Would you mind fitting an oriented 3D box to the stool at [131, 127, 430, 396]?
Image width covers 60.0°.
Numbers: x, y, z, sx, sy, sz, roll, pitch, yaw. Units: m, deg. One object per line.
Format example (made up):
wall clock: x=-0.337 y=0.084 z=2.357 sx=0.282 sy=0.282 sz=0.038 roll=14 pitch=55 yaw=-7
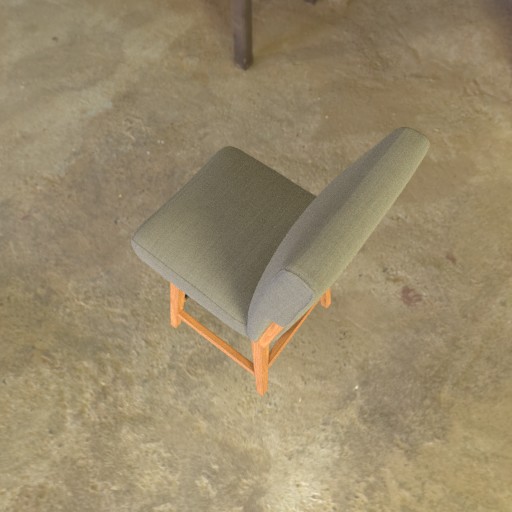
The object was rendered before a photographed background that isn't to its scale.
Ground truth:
stool: x=0.000 y=0.000 z=1.306 sx=0.570 sy=1.019 sz=0.459 roll=34 pitch=67 yaw=17
